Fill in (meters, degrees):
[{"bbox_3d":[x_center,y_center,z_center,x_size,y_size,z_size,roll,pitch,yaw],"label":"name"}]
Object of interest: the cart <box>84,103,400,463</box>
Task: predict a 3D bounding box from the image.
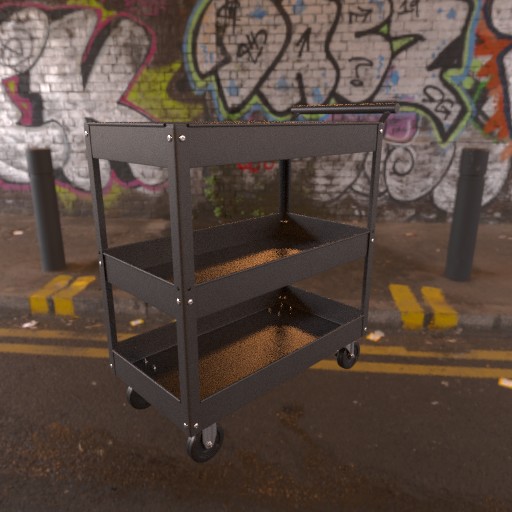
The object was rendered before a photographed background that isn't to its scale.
[{"bbox_3d":[0.000,0.000,1.184,0.719,0.780,0.366,-16,23,-42],"label":"cart"}]
